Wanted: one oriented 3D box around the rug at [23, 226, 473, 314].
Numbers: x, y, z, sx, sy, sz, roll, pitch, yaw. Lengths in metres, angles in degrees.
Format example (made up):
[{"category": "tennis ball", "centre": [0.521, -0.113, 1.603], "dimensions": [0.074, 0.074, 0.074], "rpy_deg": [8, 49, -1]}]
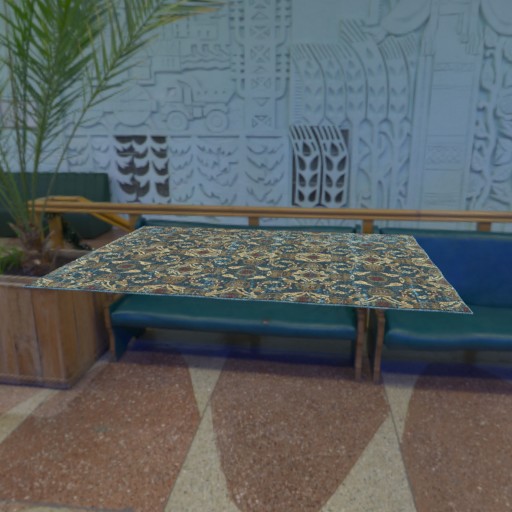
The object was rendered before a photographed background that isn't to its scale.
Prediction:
[{"category": "rug", "centre": [0.000, 0.000, 2.876], "dimensions": [2.207, 0.014, 1.567], "rpy_deg": [3, 16, 9]}]
